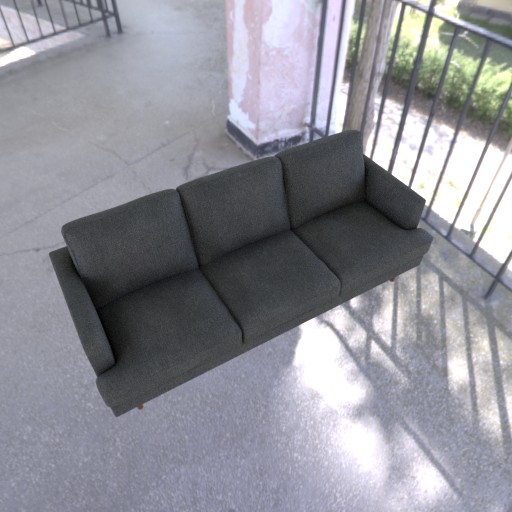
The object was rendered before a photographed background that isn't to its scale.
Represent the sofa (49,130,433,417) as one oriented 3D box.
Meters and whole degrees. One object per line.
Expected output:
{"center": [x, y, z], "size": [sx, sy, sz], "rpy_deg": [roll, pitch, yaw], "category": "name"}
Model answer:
{"center": [0.000, 0.000, 2.786], "size": [2.246, 0.930, 0.903], "rpy_deg": [-23, 50, -21], "category": "sofa"}
